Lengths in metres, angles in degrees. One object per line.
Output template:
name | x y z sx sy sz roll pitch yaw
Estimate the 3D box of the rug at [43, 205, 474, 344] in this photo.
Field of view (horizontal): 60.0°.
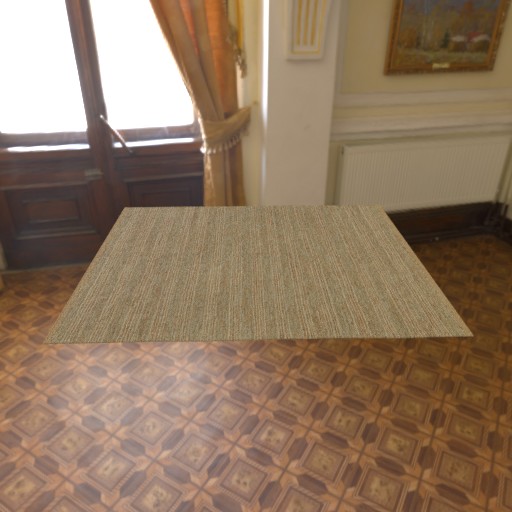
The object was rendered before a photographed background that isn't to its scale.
rug | 0.000 0.000 4.194 3.034 0.012 2.471 -1 29 -1
